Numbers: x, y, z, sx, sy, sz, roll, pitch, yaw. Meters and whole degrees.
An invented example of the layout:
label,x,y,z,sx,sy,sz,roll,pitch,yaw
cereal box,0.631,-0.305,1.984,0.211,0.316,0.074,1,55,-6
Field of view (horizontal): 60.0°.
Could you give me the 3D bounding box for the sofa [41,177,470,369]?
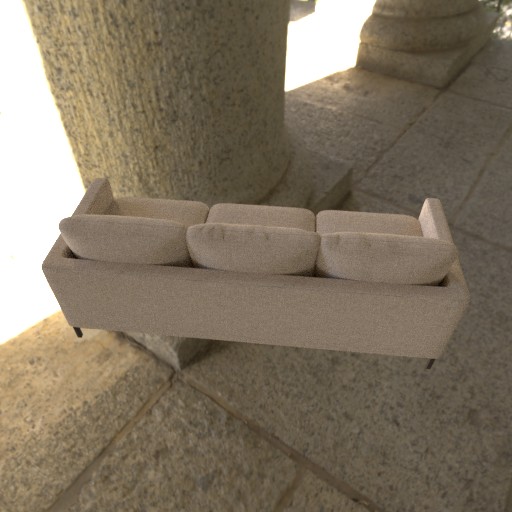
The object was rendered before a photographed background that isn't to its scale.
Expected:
label,x,y,z,sx,sy,sz,roll,pitch,yaw
sofa,0.000,0.000,2.703,2.218,0.874,0.859,4,45,4
